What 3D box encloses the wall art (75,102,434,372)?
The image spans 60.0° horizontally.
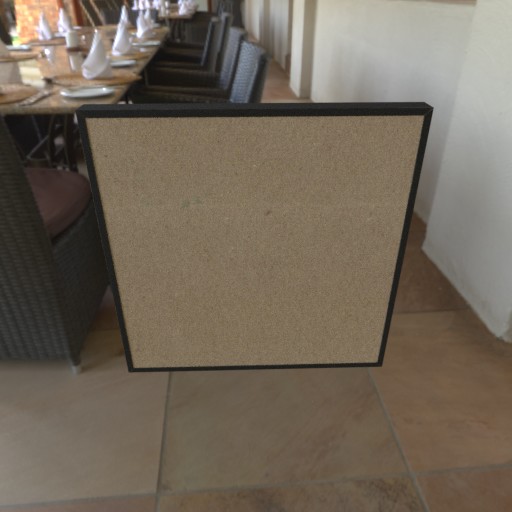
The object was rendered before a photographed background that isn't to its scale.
[{"bbox_3d":[0.000,0.000,0.774,0.508,0.508,0.038,-1,31,-2],"label":"wall art"}]
